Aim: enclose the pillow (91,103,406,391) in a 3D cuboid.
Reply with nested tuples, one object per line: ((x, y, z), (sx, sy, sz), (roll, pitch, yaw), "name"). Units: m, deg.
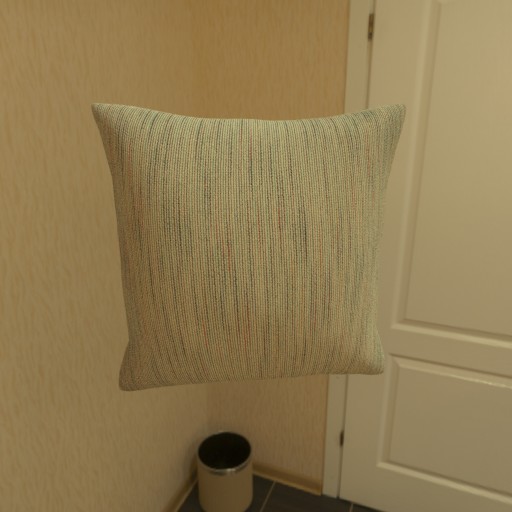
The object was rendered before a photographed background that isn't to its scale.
((0.000, 0.000, 0.777), (0.512, 0.506, 0.178), (-2, 18, -6), "pillow")
